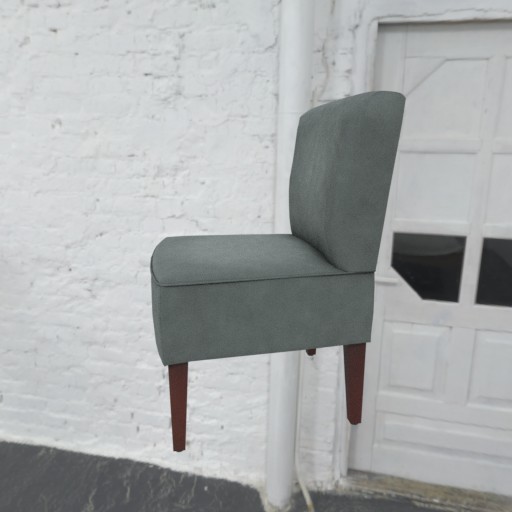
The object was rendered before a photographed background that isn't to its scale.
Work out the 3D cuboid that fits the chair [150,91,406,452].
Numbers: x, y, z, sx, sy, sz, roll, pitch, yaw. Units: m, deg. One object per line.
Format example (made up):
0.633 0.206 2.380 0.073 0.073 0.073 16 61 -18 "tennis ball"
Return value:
0.000 0.000 1.188 0.554 0.806 0.521 -2 14 -9 "chair"
